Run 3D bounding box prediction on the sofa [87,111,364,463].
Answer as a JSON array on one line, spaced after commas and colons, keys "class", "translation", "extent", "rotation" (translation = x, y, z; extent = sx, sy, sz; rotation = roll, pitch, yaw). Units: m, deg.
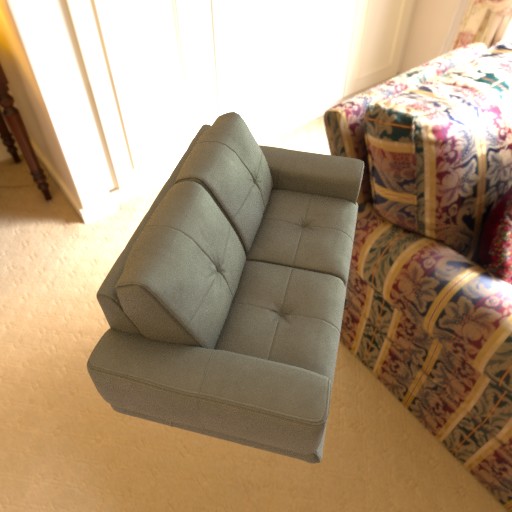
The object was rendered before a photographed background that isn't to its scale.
[{"class": "sofa", "translation": [0.000, 0.000, 2.368], "extent": [1.018, 0.907, 1.806], "rotation": [10, 48, 10]}]
